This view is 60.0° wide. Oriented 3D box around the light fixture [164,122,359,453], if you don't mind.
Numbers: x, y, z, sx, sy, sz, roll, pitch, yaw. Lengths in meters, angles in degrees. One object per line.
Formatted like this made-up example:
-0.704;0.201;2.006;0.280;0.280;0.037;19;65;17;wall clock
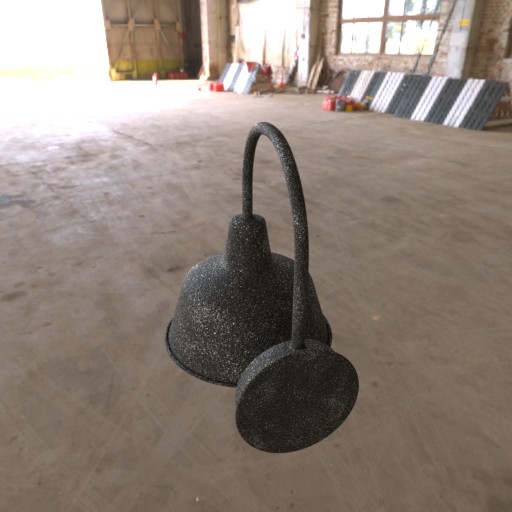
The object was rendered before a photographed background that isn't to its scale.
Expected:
0.000;0.000;0.496;0.216;0.300;0.283;-7;27;-15;light fixture
